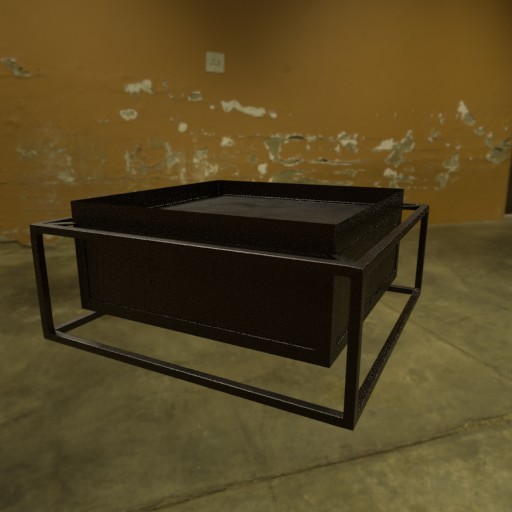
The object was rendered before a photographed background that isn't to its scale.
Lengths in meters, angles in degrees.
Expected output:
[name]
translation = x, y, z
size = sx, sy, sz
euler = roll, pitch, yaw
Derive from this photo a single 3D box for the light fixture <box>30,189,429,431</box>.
[light fixture]
translation = 0.000, 0.000, 0.687
size = 0.441, 0.191, 0.441
euler = 8, 16, 27
